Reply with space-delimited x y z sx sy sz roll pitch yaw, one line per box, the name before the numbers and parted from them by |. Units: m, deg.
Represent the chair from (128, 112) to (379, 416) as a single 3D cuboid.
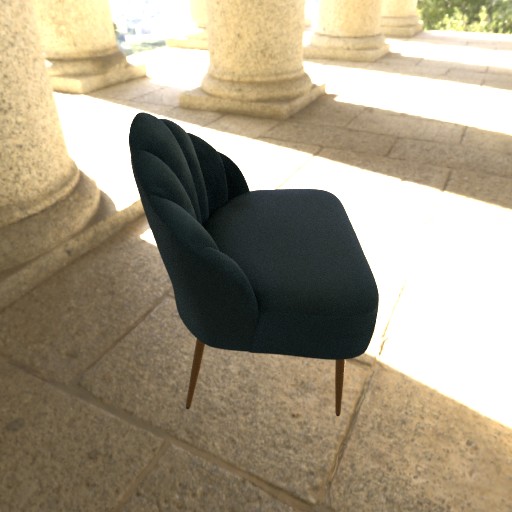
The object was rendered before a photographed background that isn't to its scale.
chair | 0.000 0.000 1.293 0.599 0.819 0.657 -1 34 -2
